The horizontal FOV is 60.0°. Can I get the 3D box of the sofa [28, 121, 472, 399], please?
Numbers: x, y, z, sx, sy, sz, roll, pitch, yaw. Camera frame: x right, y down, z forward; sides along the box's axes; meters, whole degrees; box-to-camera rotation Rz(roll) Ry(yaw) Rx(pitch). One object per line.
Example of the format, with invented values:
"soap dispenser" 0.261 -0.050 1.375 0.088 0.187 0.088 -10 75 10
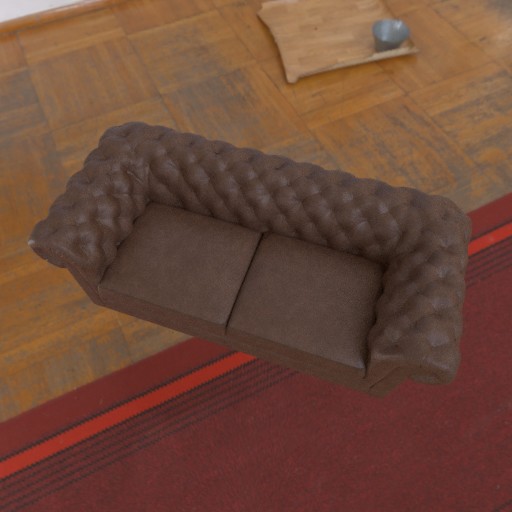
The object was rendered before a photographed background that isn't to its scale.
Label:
"sofa" 0.000 0.000 2.429 2.048 0.784 0.955 16 60 10
